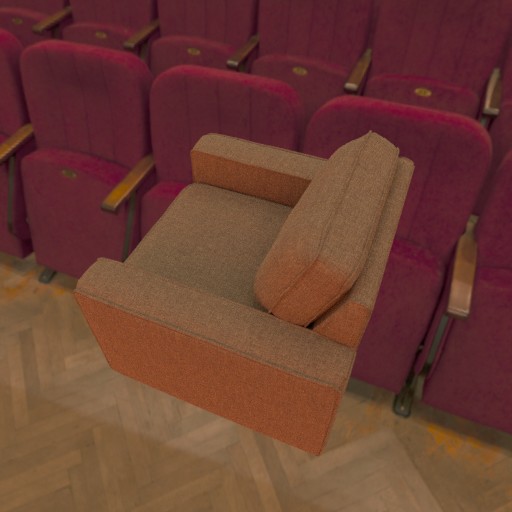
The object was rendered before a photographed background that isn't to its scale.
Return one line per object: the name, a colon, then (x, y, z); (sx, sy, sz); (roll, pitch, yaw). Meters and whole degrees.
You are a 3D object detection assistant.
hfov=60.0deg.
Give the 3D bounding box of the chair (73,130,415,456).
chair: (0.000, 0.000, 1.735); (0.940, 0.914, 1.016); (17, 51, 15)
